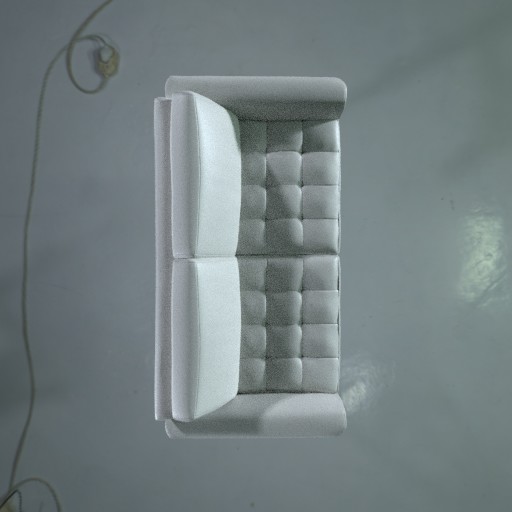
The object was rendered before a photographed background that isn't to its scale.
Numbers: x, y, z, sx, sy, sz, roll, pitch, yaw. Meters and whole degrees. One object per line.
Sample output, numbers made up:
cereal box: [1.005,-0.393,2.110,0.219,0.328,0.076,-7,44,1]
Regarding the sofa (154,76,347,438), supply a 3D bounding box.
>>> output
sofa: [0.000,0.000,2.759,1.121,0.930,2.177,0,90,0]
